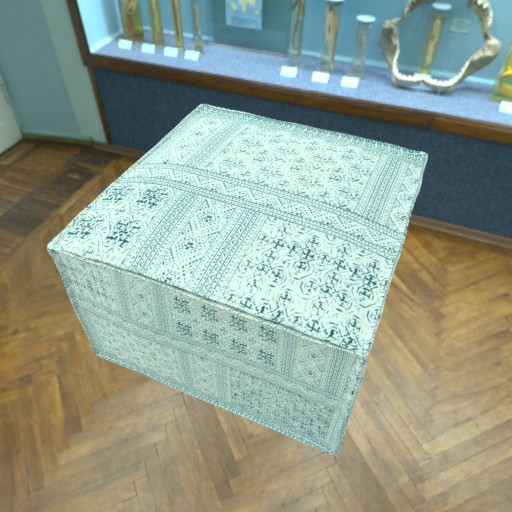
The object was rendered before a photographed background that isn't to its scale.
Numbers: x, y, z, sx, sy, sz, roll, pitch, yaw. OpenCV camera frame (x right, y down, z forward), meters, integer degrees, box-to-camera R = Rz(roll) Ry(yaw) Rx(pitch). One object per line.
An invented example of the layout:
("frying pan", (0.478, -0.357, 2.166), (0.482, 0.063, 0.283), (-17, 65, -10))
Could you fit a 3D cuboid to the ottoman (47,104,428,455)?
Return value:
("ottoman", (0.000, 0.000, 1.059), (0.626, 0.439, 0.617), (17, 48, 16))
